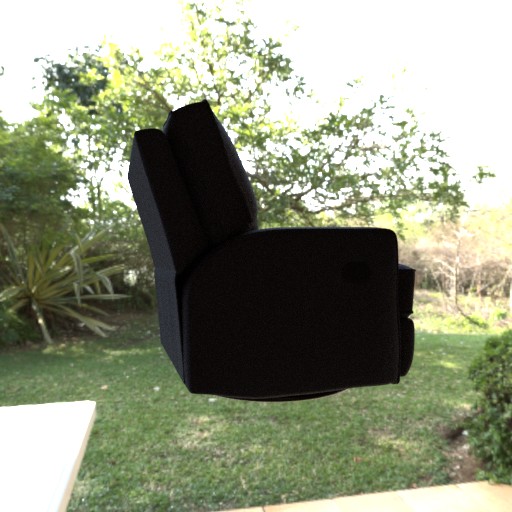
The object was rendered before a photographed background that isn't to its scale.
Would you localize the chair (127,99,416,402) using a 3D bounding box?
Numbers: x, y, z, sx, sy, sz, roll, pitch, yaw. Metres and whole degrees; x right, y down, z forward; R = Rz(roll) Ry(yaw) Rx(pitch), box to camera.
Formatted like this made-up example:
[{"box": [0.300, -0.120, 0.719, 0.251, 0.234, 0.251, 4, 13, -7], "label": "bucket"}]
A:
[{"box": [0.000, 0.000, 1.758, 0.964, 0.962, 0.861, 0, 0, -18], "label": "chair"}]
